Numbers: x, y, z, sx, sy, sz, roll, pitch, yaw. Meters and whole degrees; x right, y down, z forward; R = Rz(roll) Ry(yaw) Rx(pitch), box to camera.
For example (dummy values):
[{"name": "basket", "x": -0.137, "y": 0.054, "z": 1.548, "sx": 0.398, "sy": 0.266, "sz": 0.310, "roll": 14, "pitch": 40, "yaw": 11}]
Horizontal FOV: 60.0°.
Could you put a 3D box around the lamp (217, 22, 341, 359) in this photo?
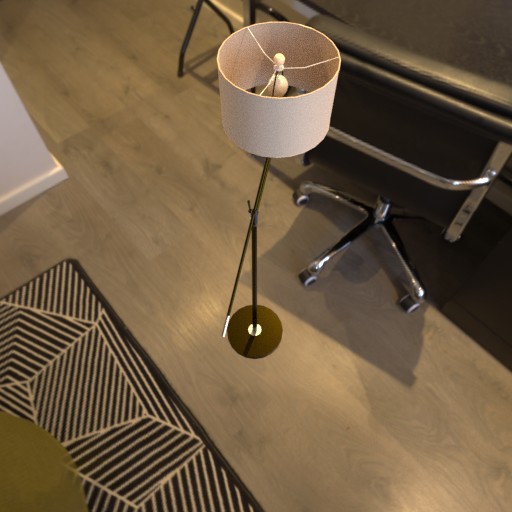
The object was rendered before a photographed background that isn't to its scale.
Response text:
[{"name": "lamp", "x": 0.000, "y": 0.000, "z": 1.922, "sx": 0.373, "sy": 1.635, "sz": 0.809, "roll": 16, "pitch": 60, "yaw": 10}]
